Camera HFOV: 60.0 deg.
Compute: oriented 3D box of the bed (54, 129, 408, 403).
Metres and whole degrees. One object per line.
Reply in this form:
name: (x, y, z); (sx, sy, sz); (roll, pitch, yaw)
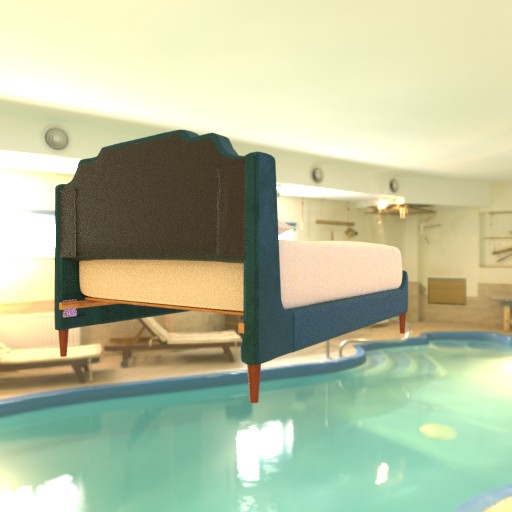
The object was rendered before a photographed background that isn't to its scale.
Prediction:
bed: (0.000, 0.000, 3.415); (1.678, 1.338, 2.322); (0, 0, 36)
